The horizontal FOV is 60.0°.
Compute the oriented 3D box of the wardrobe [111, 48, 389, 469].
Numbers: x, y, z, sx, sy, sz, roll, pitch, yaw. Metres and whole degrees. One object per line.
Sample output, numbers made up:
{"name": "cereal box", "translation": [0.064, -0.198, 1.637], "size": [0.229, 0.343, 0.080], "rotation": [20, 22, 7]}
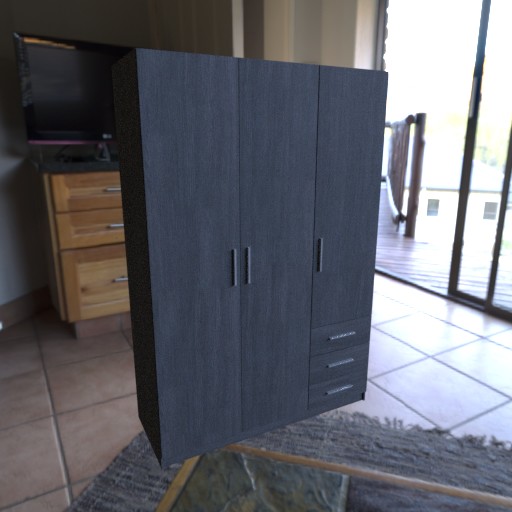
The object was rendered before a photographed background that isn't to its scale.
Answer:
{"name": "wardrobe", "translation": [0.000, 0.000, 2.427], "size": [1.290, 1.910, 0.510], "rotation": [-8, 17, -27]}
